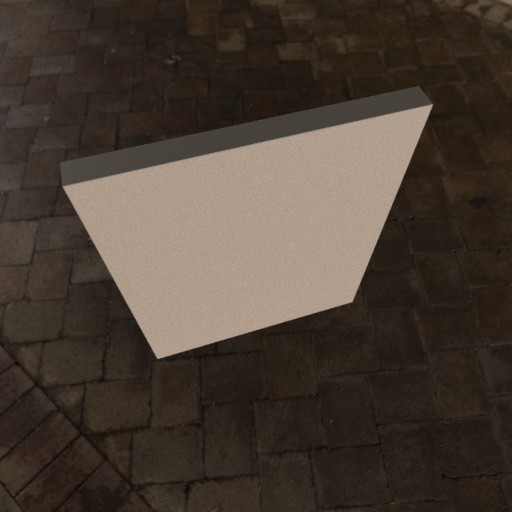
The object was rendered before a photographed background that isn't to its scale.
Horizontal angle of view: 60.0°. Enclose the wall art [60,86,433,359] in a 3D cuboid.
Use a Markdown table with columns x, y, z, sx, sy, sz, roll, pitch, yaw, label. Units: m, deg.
| x | y | z | sx | sy | sz | roll | pitch | yaw | label |
| --- | --- | --- | --- | --- | --- | --- | --- | --- | --- |
| 0.000 | 0.000 | 0.758 | 0.452 | 0.549 | 0.038 | -15 | 59 | -9 | wall art |
